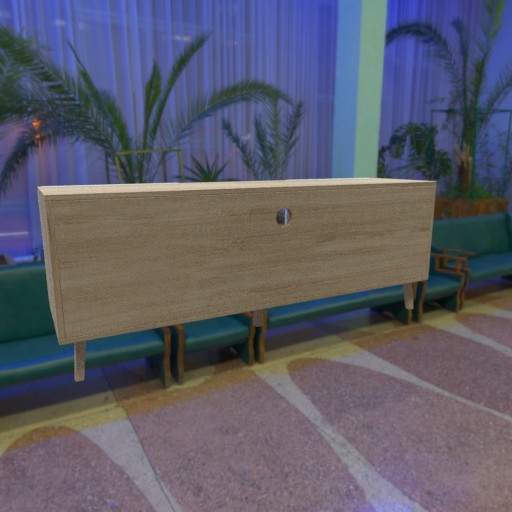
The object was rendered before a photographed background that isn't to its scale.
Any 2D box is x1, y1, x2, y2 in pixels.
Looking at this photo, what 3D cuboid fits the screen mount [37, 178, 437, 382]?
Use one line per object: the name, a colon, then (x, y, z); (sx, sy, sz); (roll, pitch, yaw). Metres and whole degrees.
screen mount: (0.000, 0.000, 1.764); (1.500, 0.570, 0.420); (-7, 14, -27)
